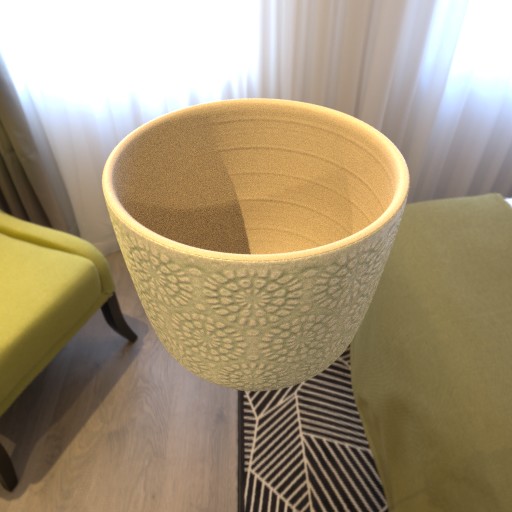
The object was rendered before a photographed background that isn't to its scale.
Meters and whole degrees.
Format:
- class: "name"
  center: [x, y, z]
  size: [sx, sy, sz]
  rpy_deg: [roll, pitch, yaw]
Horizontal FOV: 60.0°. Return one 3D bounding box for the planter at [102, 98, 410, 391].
- class: "planter"
  center: [0.000, 0.000, 0.220]
  size: [0.124, 0.109, 0.124]
  rpy_deg: [0, 42, 0]
